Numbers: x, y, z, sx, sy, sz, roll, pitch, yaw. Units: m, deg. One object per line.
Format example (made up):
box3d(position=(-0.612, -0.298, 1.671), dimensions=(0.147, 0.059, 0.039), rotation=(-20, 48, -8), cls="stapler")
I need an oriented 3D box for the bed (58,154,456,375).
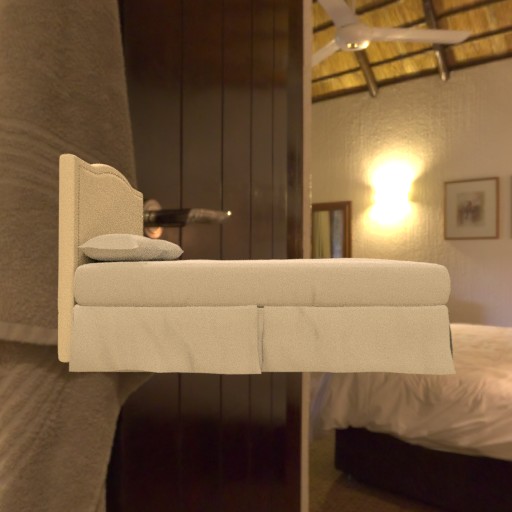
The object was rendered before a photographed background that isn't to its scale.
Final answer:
box3d(position=(0.000, 0.000, 3.615), dimensions=(2.477, 1.437, 1.977), rotation=(0, 0, 0), cls="bed")
